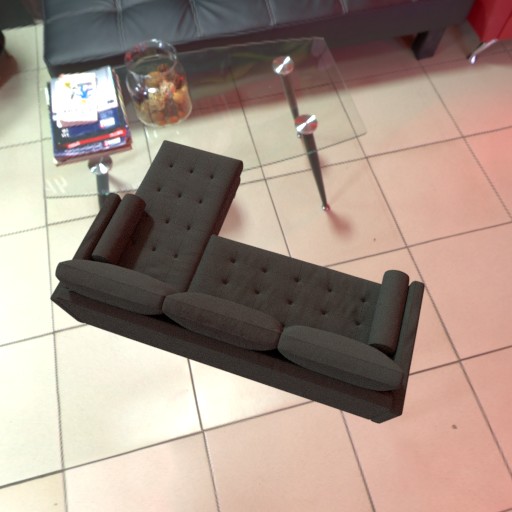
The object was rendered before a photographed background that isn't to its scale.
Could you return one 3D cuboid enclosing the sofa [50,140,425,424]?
[{"bbox_3d":[0.000,0.000,3.014,2.178,0.876,1.506,17,65,8],"label":"sofa"}]
